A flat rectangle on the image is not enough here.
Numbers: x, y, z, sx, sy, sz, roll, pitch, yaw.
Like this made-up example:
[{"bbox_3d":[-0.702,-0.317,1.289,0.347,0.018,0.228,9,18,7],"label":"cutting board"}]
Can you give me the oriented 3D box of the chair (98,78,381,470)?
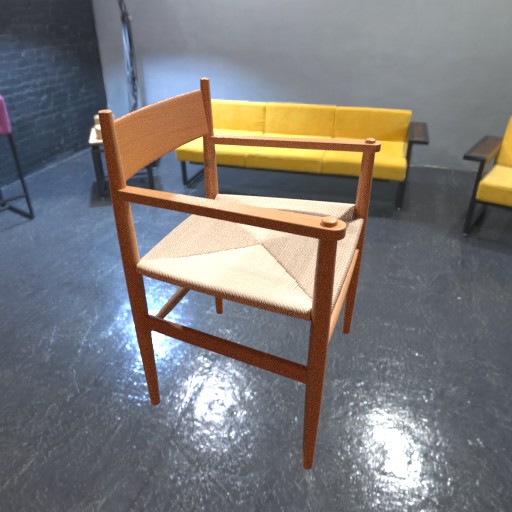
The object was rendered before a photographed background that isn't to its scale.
[{"bbox_3d":[0.000,0.000,1.116,0.495,0.762,0.556,10,31,17],"label":"chair"}]
